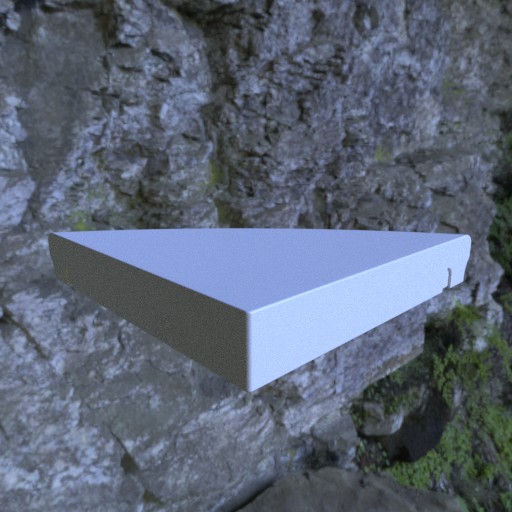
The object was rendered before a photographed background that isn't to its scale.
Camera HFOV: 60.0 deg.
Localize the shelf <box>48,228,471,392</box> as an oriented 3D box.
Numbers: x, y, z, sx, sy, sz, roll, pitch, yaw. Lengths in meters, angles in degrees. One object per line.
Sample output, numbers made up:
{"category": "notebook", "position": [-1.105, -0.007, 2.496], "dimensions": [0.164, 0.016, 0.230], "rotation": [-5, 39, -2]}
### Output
{"category": "shelf", "position": [0.000, 0.000, 0.459], "dimensions": [0.310, 0.050, 0.310], "rotation": [-14, 20, -42]}
